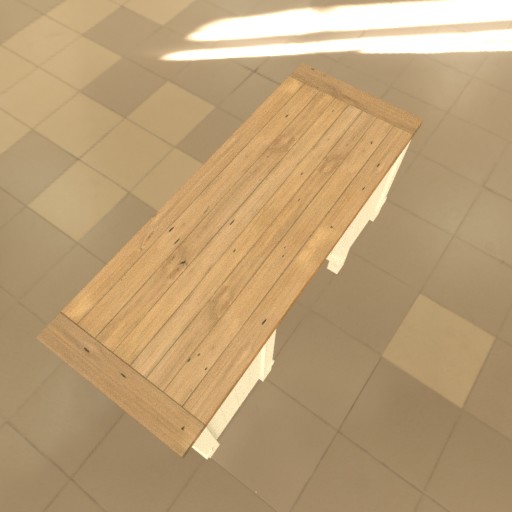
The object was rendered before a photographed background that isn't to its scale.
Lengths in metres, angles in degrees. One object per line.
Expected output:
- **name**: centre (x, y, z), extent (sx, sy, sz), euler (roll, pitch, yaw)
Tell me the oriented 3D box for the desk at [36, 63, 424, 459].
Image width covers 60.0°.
- **desk**: centre (0.000, 0.000, 2.200), extent (0.688, 0.760, 1.803), euler (32, 67, 16)
